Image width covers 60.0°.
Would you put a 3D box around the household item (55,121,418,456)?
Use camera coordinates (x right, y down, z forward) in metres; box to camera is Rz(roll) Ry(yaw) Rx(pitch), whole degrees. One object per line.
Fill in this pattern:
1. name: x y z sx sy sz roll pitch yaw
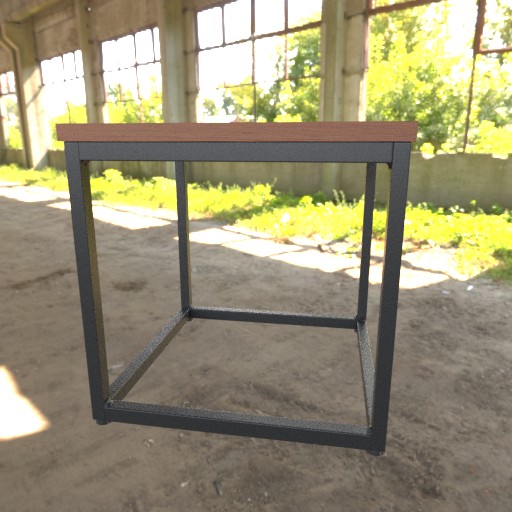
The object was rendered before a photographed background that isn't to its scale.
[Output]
1. household item: 0.000 0.000 0.719 0.400 0.400 0.400 2 15 10
